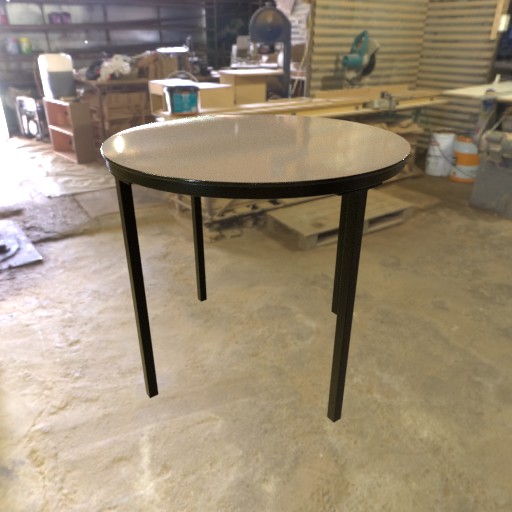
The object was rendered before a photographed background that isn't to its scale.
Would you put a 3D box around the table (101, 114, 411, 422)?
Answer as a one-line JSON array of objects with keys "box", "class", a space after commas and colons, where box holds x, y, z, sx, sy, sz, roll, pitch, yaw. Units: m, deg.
[{"box": [0.000, 0.000, 0.845, 0.499, 0.443, 0.499, 0, 27, 0], "class": "table"}]
